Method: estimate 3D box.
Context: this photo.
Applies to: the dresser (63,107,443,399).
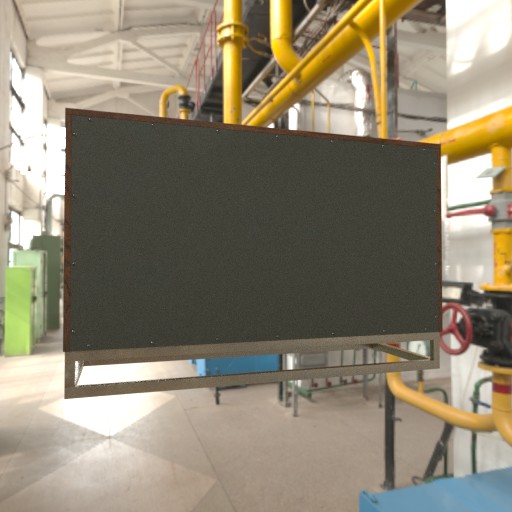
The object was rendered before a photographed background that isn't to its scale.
[{"bbox_3d":[0.000,0.000,2.142,1.646,1.061,0.623,0,-1,-17],"label":"dresser"}]
